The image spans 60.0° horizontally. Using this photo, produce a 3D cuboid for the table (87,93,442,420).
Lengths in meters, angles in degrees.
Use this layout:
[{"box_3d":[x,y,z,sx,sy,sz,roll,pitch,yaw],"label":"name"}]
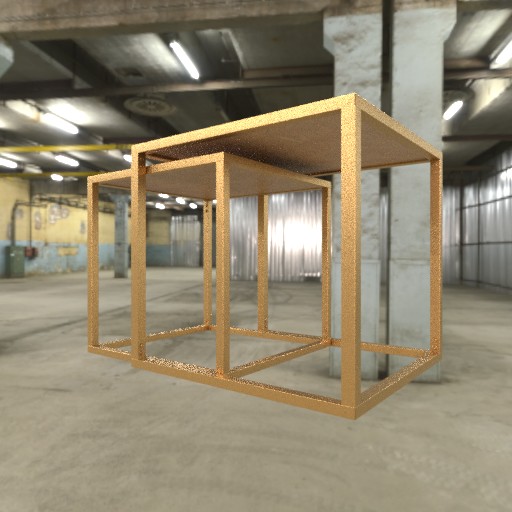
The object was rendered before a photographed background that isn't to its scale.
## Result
[{"box_3d":[0.000,0.000,1.109,0.762,0.505,0.505,0,0,37],"label":"table"}]
